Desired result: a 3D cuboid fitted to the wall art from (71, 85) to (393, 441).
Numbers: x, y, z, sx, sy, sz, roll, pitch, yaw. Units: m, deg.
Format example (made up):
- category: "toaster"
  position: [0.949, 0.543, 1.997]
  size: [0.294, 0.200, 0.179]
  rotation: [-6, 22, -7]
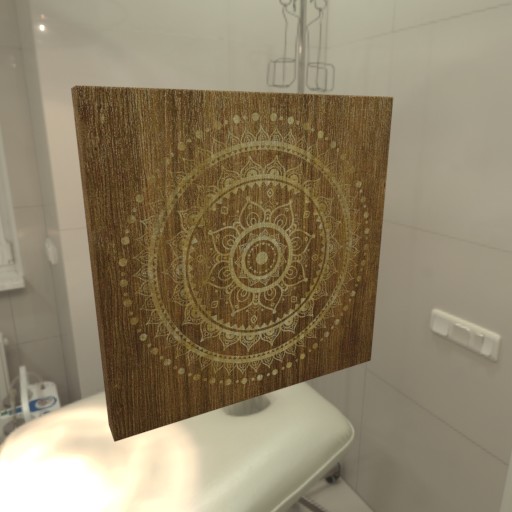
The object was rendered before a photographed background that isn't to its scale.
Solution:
- category: "wall art"
  position: [0.000, 0.000, 0.582]
  size: [0.406, 0.403, 0.039]
  rotation: [-9, 19, -27]
